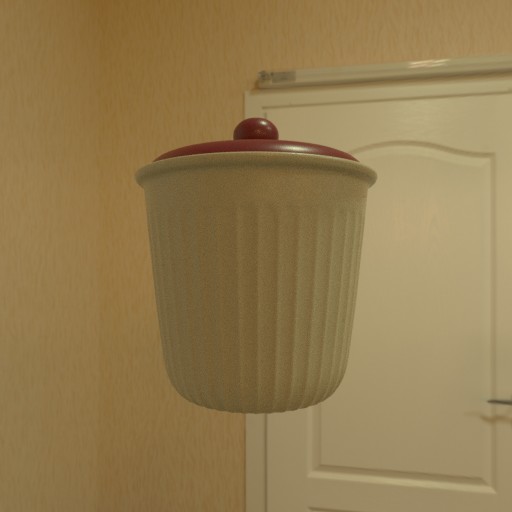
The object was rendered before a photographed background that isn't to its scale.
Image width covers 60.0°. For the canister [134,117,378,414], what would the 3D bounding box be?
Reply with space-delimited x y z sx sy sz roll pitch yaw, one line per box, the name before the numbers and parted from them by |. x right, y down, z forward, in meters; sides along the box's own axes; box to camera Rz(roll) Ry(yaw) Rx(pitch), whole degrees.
canister | 0.000 0.000 0.342 0.181 0.211 0.181 0 0 0
